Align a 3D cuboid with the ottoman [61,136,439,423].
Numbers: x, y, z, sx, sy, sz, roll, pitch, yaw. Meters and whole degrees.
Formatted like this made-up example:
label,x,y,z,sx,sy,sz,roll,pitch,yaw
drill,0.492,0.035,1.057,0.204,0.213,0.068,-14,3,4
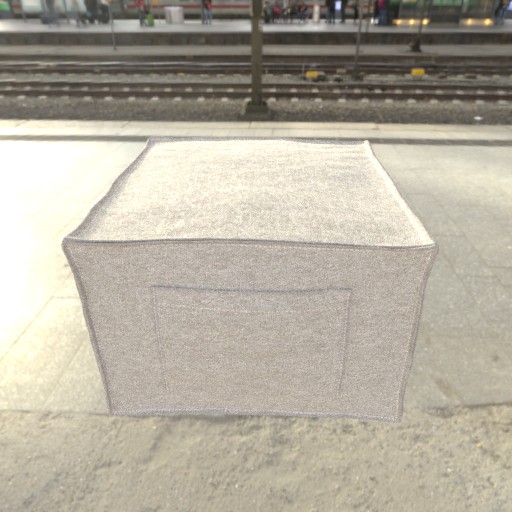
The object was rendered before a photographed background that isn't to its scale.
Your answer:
label,x,y,z,sx,sy,sz,roll,pitch,yaw
ottoman,0.000,0.000,1.167,0.707,0.470,0.696,1,30,1
